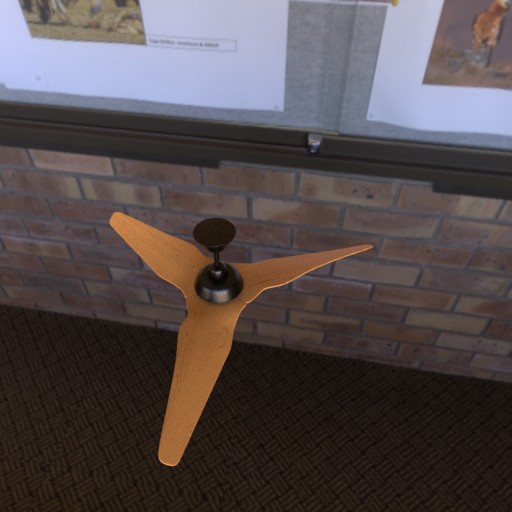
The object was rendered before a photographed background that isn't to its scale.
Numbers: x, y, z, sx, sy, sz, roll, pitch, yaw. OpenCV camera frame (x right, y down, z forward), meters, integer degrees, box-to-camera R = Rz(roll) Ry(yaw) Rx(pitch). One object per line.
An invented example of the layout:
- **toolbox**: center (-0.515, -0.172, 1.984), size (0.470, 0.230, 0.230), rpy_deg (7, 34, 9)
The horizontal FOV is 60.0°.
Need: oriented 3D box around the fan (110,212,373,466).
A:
- **fan**: center (0.000, 0.000, 1.647), size (1.010, 0.355, 1.142), rpy_deg (-16, 47, -15)
